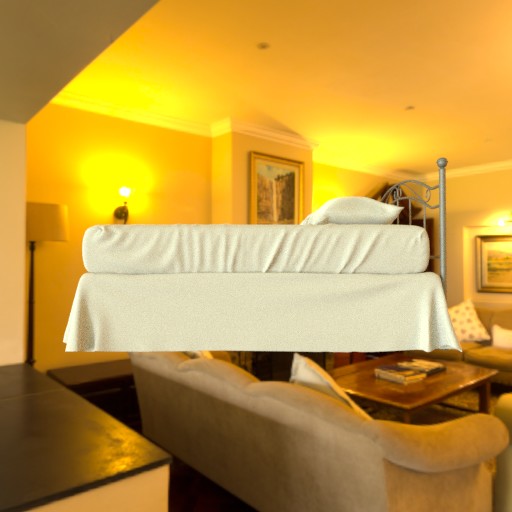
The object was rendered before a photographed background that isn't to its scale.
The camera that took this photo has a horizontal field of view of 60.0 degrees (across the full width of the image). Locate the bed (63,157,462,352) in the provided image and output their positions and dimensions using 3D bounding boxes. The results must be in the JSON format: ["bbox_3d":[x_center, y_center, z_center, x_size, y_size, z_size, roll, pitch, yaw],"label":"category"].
[{"bbox_3d":[0.000,0.000,3.277,2.215,1.080,1.936,0,-1,0],"label":"bed"}]
